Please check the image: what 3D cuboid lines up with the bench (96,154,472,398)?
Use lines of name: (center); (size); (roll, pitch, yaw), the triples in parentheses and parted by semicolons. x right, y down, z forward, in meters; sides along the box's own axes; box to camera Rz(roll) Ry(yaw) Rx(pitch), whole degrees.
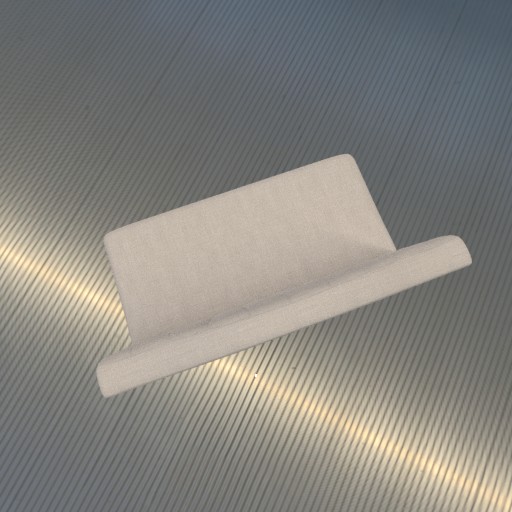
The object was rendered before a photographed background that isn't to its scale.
bench: (0.000, 0.000, 1.992); (1.335, 1.180, 0.815); (-19, 76, -5)
